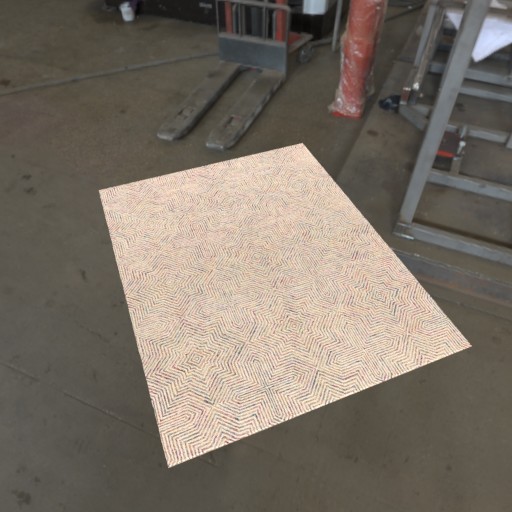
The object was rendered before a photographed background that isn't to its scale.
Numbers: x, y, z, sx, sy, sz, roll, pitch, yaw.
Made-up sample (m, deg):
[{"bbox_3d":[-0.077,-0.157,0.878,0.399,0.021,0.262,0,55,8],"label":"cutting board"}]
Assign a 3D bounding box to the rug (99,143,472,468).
[{"bbox_3d":[0.000,0.000,4.138,2.442,0.008,3.046,-16,50,-15],"label":"rug"}]
